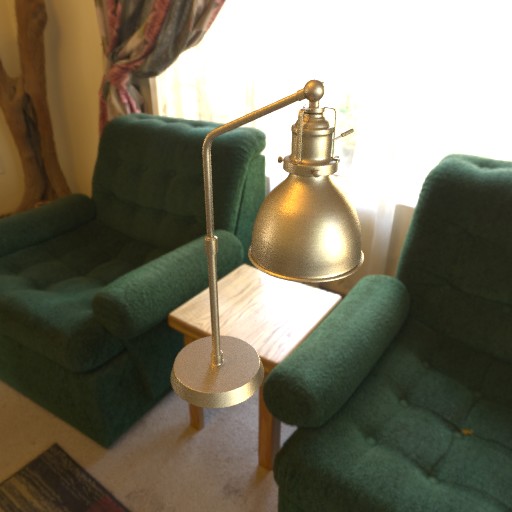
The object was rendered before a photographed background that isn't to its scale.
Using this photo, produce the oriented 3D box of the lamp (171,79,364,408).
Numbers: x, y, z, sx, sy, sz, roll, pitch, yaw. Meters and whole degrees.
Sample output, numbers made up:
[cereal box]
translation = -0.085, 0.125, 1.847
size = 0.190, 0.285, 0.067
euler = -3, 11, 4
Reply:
[lamp]
translation = 0.000, 0.000, 0.606
size = 0.286, 0.456, 0.153
euler = 9, 29, 16
